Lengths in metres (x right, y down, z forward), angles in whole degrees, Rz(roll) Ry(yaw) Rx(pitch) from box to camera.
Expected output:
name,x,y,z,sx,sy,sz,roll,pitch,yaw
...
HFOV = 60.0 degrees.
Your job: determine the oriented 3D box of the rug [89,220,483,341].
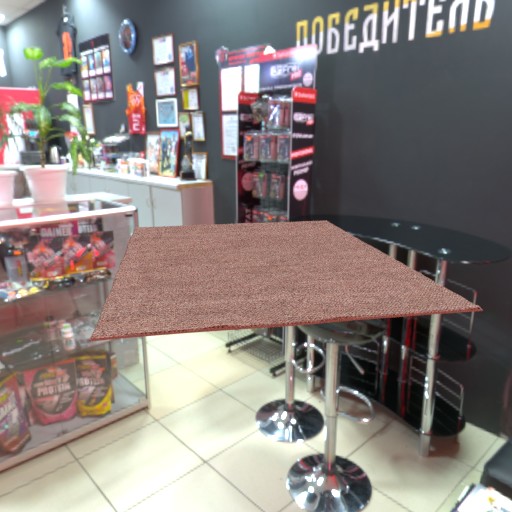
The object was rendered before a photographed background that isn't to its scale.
name,x,y,z,sx,sy,sz,roll,pitch,yaw
rug,0.000,0.000,4.092,2.429,0.030,3.052,-3,16,-10
